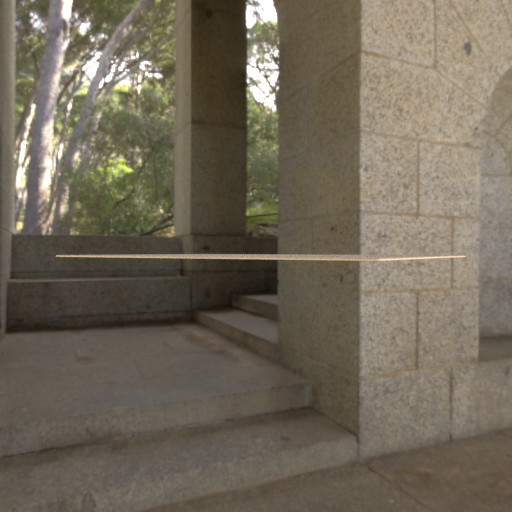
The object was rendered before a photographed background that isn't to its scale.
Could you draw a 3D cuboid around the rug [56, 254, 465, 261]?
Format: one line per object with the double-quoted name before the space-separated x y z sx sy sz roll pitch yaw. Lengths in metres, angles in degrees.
"rug" 0.000 0.000 2.961 2.286 0.011 1.524 0 1 36
